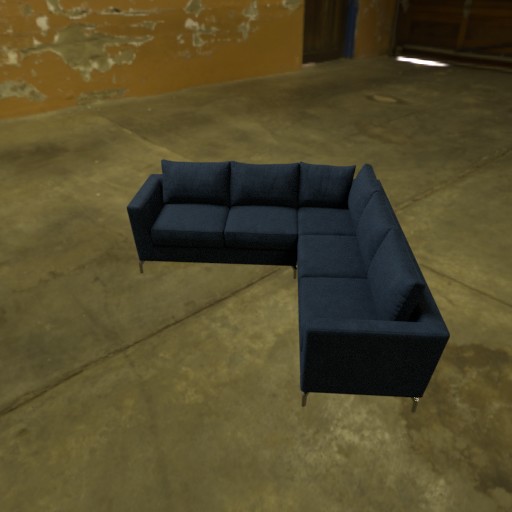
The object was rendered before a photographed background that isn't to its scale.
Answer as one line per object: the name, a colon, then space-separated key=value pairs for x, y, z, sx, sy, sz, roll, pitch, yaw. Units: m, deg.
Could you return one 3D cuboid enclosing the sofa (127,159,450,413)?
sofa: x=0.000 y=0.000 z=3.859 sx=2.472 sy=0.988 sz=2.463 roll=2 pitch=32 yaw=3
